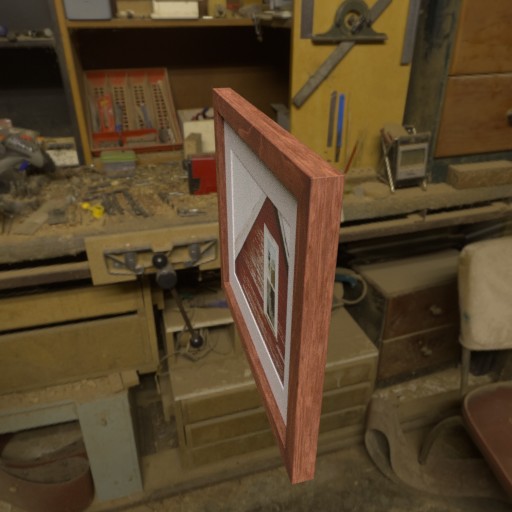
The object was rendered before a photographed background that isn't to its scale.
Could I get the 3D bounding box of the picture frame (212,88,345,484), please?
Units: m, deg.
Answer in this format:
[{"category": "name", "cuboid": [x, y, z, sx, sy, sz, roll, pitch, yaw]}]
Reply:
[{"category": "picture frame", "cuboid": [0.000, 0.000, 0.539, 0.025, 0.330, 0.381, -7, 30, -13]}]
